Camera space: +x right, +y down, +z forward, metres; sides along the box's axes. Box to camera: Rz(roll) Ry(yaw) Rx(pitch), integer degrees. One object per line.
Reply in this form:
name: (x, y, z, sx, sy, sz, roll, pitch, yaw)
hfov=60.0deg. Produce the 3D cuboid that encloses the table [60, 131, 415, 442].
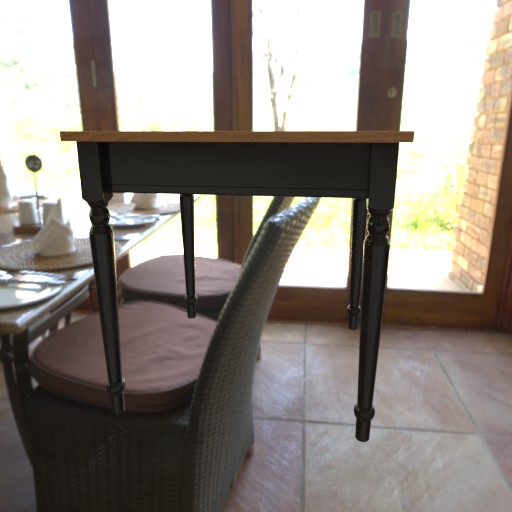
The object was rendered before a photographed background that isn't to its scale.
table: (0.000, 0.000, 1.364, 0.747, 0.738, 0.747, 3, 16, 9)
